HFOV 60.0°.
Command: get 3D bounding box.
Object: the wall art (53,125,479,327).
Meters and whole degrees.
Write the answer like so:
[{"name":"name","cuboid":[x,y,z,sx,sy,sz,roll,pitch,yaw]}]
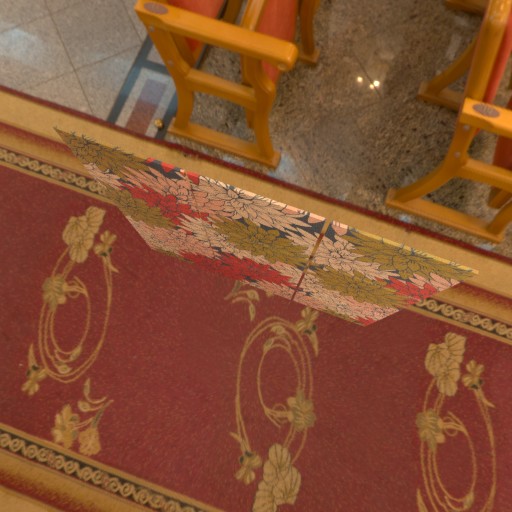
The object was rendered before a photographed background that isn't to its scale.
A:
[{"name":"wall art","cuboid":[0.000,0.000,2.228,1.519,1.534,0.013,20,76,5]}]
